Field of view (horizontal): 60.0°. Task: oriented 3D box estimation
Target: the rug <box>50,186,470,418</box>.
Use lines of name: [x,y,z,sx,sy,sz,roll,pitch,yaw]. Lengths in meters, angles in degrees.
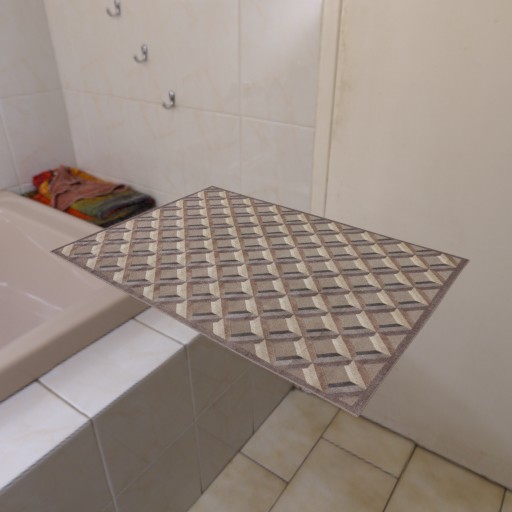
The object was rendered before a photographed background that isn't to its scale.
rug: [0.000,0.000,2.911,2.260,0.013,1.600,21,35,32]
